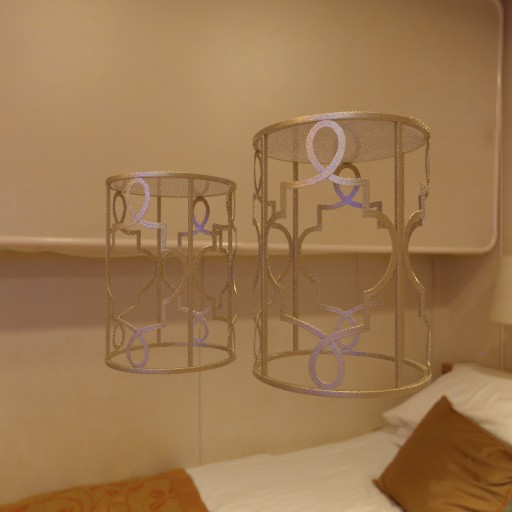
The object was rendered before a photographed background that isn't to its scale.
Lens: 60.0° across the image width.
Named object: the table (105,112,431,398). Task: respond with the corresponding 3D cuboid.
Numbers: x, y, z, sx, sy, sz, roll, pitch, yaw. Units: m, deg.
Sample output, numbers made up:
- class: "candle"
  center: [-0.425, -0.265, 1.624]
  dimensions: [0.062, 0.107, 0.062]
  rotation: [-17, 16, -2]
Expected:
- class: "table"
  center: [0.000, 0.000, 1.152]
  dimensions: [0.846, 0.564, 0.420]
  rotation: [0, -1, 19]
